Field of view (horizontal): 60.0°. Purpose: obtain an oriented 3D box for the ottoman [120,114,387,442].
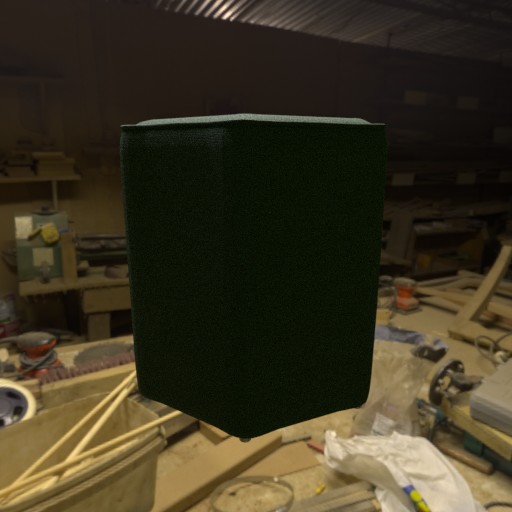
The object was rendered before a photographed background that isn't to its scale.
[{"bbox_3d":[0.000,0.000,0.880,0.499,0.507,0.444,-6,14,-25],"label":"ottoman"}]
